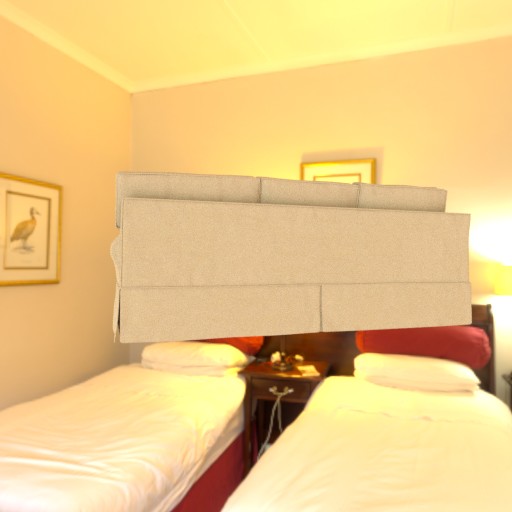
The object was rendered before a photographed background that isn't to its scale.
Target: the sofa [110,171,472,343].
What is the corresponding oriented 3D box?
[{"bbox_3d":[0.000,0.000,4.360,2.733,1.124,2.730,0,-1,-19],"label":"sofa"}]
